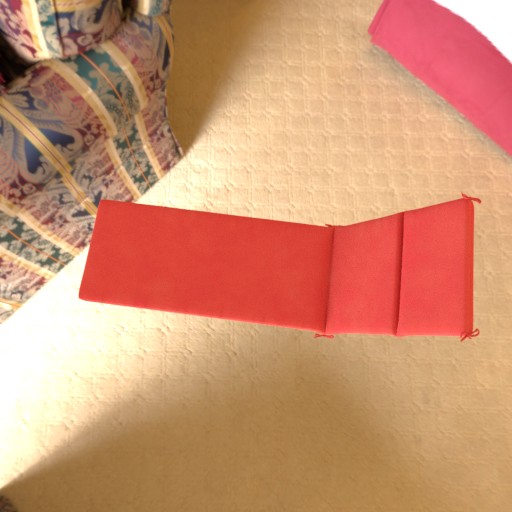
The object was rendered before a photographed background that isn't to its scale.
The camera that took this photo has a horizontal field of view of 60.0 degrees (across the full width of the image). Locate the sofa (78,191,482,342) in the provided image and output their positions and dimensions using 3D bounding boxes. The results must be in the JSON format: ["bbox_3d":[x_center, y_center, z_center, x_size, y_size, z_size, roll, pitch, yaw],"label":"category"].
[{"bbox_3d":[0.000,0.000,1.915,1.663,0.622,0.582,7,76,2],"label":"sofa"}]
